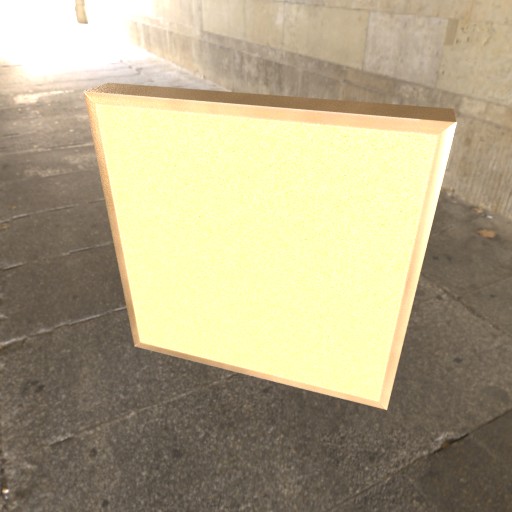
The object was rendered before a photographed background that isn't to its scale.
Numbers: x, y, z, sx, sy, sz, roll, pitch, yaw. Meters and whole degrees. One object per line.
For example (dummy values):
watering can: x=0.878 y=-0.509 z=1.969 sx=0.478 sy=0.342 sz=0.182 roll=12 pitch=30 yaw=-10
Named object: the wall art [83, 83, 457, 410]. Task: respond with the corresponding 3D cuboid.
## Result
wall art: x=0.000 y=0.000 z=0.443 sx=0.305 sy=0.303 sz=0.038 roll=10 pitch=34 yaw=15
